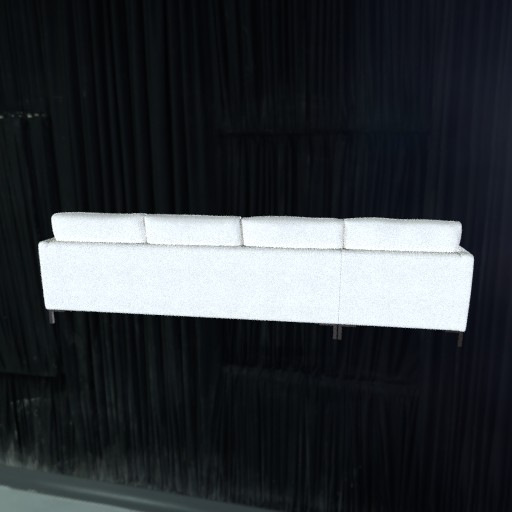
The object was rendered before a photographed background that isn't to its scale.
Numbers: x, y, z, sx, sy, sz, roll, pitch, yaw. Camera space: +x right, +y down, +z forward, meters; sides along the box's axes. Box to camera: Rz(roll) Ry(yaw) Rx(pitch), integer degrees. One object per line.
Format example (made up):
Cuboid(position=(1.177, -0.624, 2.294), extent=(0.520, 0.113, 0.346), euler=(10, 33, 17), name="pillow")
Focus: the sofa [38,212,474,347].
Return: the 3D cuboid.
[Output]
Cuboid(position=(0.000, 0.000, 3.875), extent=(3.186, 0.875, 1.467), euler=(2, 13, 8), name="sofa")
